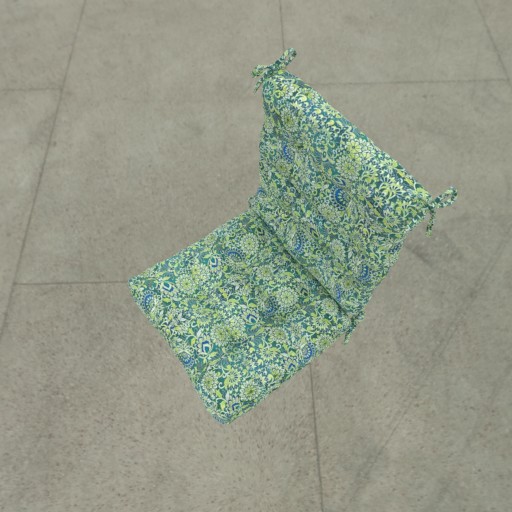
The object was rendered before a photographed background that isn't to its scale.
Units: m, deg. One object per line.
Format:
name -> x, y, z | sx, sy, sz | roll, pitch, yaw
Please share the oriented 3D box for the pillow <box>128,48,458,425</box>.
pillow -> 0.000, 0.000, 1.052 | 0.571, 0.605, 0.519 | -34, 67, -16
